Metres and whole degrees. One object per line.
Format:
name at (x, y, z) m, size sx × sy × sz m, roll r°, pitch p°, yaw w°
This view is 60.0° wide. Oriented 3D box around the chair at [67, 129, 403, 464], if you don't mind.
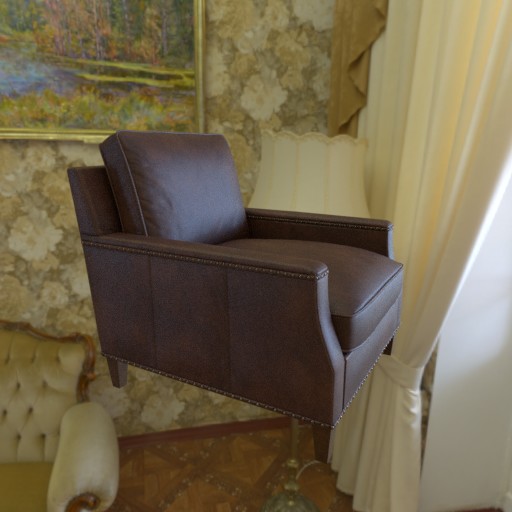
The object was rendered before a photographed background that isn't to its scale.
chair at (0.000, 0.000, 1.698) m, size 1.014 × 0.929 × 0.853 m, roll 8°, pitch 16°, yaw 29°
